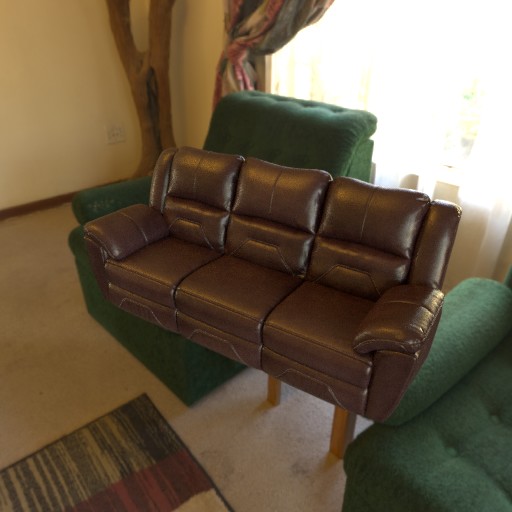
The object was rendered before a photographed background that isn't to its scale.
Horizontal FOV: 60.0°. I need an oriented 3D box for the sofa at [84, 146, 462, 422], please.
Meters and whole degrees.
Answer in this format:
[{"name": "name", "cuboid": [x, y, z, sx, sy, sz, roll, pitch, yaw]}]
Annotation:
[{"name": "sofa", "cuboid": [0.000, 0.000, 2.922, 2.337, 1.043, 0.991, 17, 34, 27]}]
